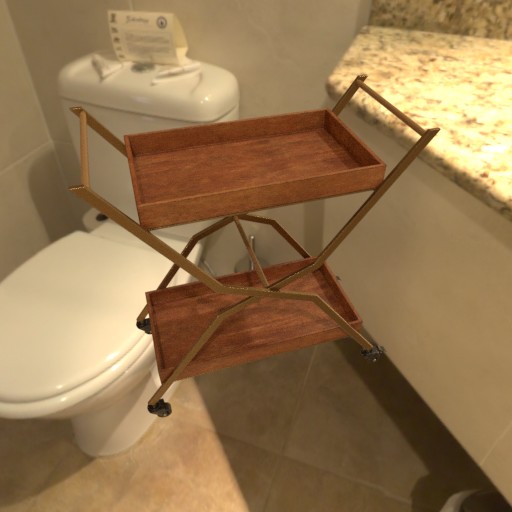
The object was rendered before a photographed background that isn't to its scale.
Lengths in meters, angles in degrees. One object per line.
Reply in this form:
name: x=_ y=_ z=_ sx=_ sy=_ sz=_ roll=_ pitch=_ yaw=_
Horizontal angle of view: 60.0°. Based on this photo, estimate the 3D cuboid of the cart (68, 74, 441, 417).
cart: x=0.000 y=0.000 z=1.327 sx=0.836 sy=0.869 sz=0.405 roll=-12 pitch=43 yaw=-13
